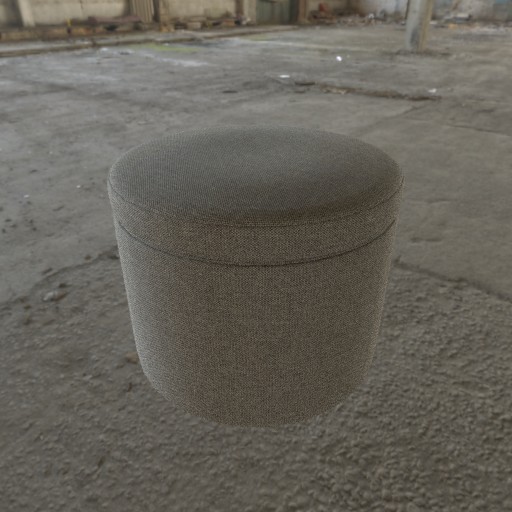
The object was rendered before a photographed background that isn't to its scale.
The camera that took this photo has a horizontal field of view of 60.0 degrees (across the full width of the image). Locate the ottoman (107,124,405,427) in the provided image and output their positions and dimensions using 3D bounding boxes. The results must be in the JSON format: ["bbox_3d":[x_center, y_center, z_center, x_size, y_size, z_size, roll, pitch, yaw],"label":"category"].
[{"bbox_3d":[0.000,0.000,0.864,0.500,0.419,0.500,0,30,0],"label":"ottoman"}]
